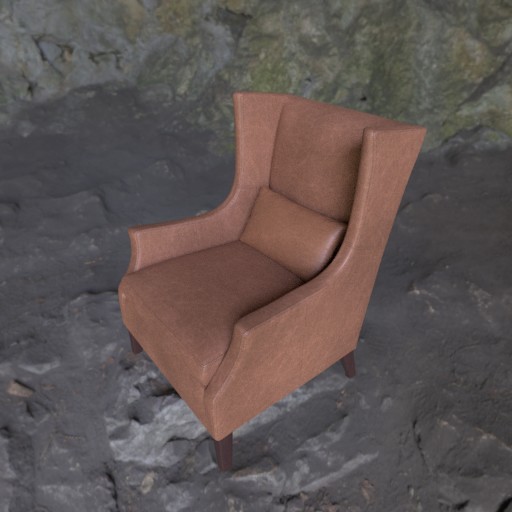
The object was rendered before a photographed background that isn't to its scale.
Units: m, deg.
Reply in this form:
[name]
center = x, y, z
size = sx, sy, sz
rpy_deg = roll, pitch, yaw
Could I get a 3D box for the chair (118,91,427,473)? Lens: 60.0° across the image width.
[chair]
center = 0.000, 0.000, 1.739
size = 0.913, 1.088, 0.815
rpy_deg = -22, 37, -31
